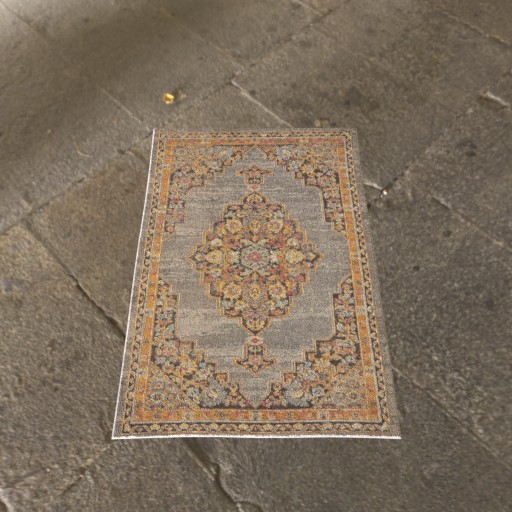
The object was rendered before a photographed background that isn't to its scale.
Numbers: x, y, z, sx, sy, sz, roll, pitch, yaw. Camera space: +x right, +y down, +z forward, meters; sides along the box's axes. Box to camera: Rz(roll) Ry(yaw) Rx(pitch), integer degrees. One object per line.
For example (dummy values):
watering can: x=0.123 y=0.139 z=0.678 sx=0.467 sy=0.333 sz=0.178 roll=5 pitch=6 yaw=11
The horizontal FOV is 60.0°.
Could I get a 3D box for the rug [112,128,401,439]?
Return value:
rug: x=0.000 y=0.000 z=3.992 sx=2.158 sy=0.024 sz=3.063 roll=0 pitch=62 yaw=0
